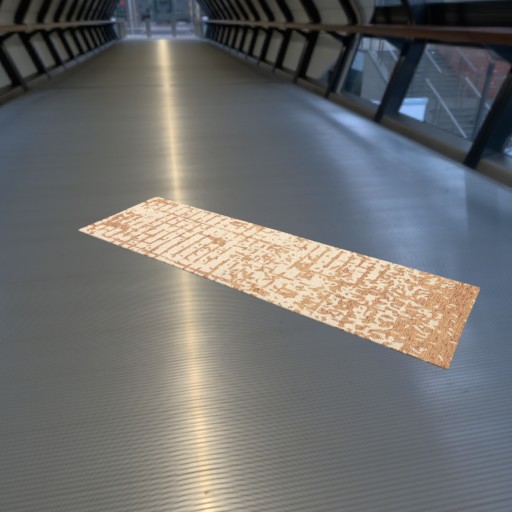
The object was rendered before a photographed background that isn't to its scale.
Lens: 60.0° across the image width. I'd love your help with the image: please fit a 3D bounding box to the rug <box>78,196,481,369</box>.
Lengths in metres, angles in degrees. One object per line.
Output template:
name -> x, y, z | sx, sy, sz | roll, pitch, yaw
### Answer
rug -> 0.000, 0.000, 2.726 | 2.435, 0.011, 0.750 | 18, 34, 29
